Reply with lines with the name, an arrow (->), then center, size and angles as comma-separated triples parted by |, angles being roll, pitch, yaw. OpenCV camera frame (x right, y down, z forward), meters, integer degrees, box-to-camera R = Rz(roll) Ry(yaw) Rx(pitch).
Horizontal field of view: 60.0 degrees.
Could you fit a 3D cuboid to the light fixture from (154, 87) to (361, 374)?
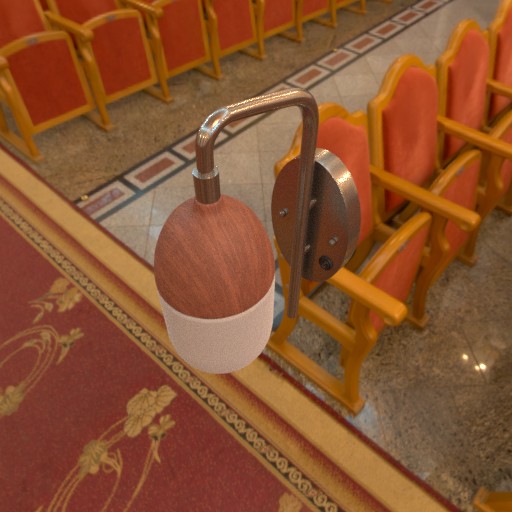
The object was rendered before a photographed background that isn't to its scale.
light fixture -> 0.000, 0.000, 0.443 | 0.108, 0.343, 0.216 | 34, 55, 28
